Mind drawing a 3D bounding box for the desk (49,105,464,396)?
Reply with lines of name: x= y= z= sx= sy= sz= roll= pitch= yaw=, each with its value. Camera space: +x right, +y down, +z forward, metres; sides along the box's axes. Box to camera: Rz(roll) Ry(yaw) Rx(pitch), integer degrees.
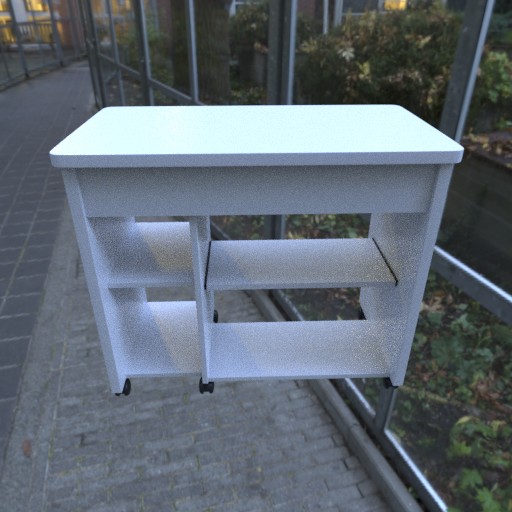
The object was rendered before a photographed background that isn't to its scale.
desk: x=0.000 y=0.000 z=1.307 sx=0.877 sy=0.763 sz=0.475 roll=-1 pitch=30 yaw=-2
